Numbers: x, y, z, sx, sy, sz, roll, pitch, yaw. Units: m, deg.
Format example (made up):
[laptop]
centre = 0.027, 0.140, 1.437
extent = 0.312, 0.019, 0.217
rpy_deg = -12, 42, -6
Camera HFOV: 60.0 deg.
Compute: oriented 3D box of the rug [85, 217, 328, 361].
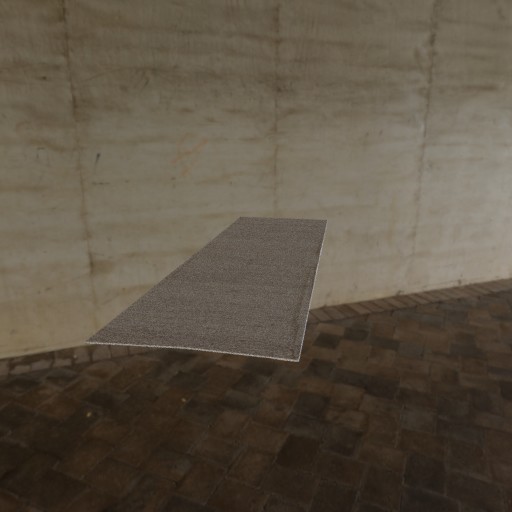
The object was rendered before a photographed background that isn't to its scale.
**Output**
[rug]
centre = 0.000, 0.000, 2.592
extent = 0.741, 0.014, 2.390
rpy_deg = 3, 16, 11
